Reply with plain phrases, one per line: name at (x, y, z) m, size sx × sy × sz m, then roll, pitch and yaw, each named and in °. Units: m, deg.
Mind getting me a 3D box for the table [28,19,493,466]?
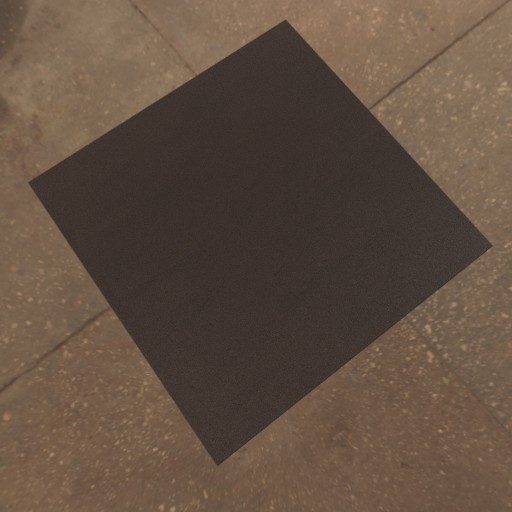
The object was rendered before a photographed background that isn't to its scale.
table at (0.000, 0.000, 1.371) m, size 0.749 × 0.770 × 0.749 m, roll -36°, pitch 78°, yaw -9°
